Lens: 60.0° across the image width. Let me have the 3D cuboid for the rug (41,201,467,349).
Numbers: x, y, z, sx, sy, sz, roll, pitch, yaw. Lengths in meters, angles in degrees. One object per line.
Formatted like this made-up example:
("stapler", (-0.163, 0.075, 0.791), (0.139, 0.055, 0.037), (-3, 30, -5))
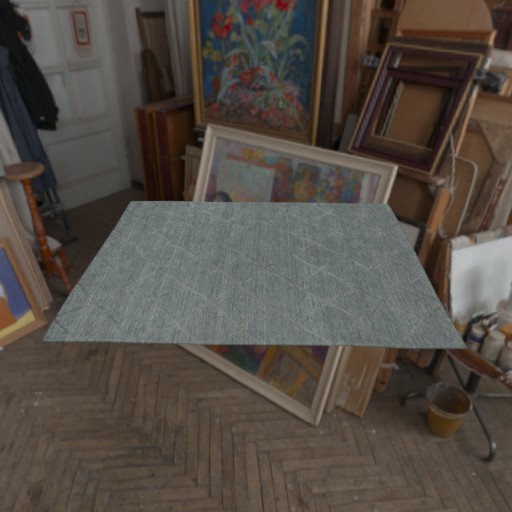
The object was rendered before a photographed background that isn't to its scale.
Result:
("rug", (0.000, 0.000, 4.167), (3.048, 0.013, 2.438), (1, 31, 1))
